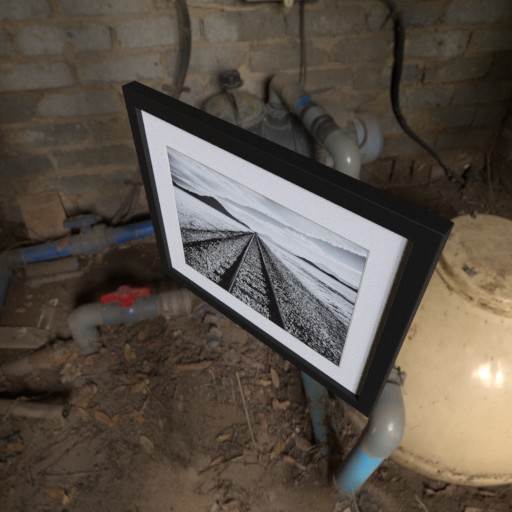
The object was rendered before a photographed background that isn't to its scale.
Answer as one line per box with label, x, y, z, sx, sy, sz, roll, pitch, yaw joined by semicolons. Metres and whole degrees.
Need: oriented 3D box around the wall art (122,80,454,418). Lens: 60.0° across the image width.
wall art;0.000;0.000;0.778;0.559;0.458;0.029;31;53;27
